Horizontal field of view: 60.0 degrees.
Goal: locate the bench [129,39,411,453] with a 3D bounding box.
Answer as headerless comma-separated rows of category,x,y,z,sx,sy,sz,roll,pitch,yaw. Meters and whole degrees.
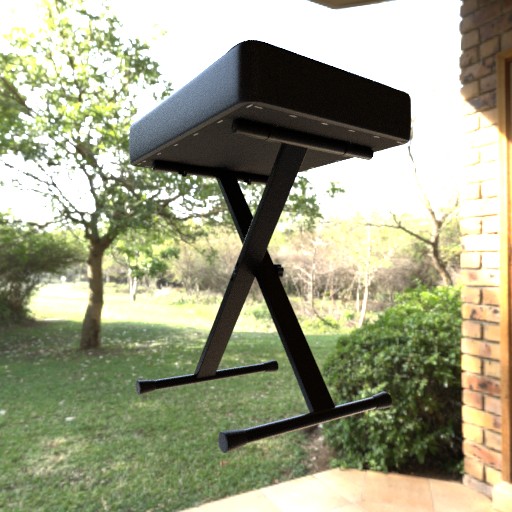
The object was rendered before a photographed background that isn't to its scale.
bench,0.000,0.000,0.772,0.321,0.500,0.424,1,-2,-35
